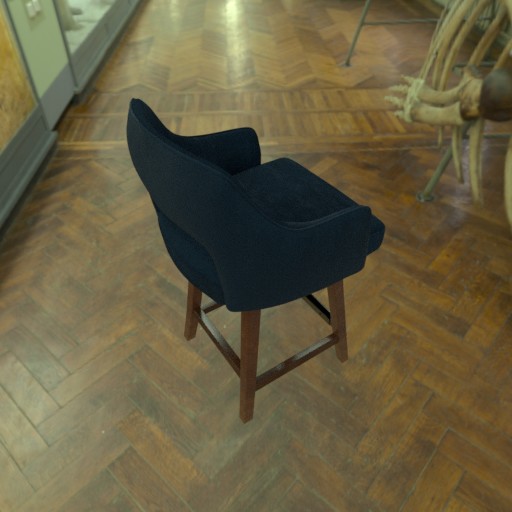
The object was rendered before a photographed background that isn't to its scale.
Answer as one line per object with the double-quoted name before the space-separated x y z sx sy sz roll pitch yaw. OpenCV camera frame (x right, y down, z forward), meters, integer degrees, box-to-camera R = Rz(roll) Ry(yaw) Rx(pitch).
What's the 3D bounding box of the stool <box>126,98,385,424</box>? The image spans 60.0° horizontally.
"stool" 0.000 0.000 1.307 0.560 0.940 0.550 -24 47 -25
